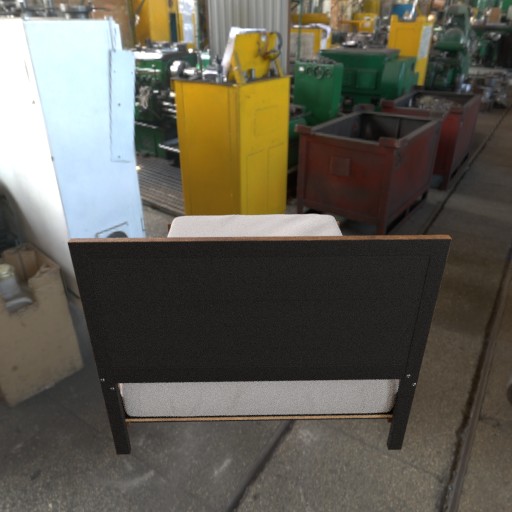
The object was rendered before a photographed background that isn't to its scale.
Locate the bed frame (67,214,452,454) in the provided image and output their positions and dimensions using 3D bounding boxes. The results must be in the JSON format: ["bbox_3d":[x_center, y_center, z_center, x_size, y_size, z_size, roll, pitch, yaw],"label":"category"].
[{"bbox_3d":[0.000,0.000,3.288,1.696,1.417,2.276,-1,29,-1],"label":"bed frame"}]
